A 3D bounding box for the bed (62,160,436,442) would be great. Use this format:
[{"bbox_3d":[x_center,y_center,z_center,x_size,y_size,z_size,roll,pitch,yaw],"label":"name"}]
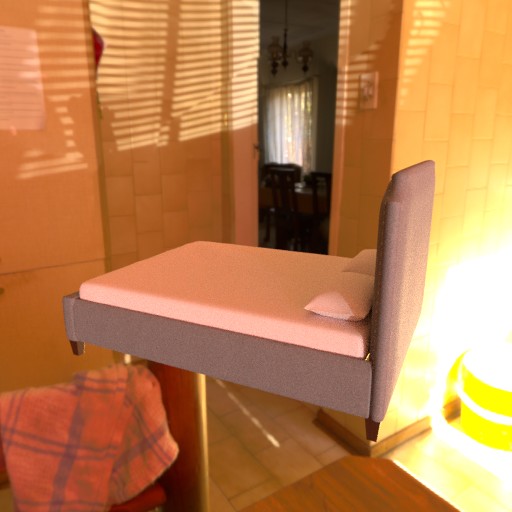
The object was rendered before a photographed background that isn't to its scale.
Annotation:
[{"bbox_3d":[0.000,0.000,3.408,2.372,1.443,1.712,7,16,25],"label":"bed"}]
